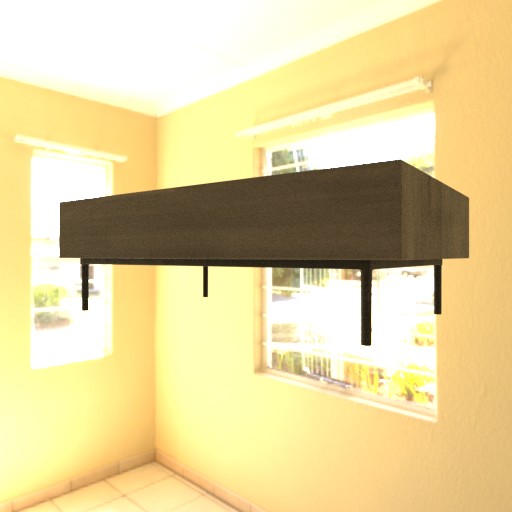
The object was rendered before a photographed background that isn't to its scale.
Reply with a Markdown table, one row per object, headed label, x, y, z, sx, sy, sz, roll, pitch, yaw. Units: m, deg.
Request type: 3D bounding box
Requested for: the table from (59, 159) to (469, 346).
| label | x | y | z | sx | sy | sz | roll | pitch | yaw |
| --- | --- | --- | --- | --- | --- | --- | --- | --- | --- |
| table | 0.000 | 0.000 | 1.361 | 1.088 | 0.347 | 0.643 | 0 | 0 | 35 |
